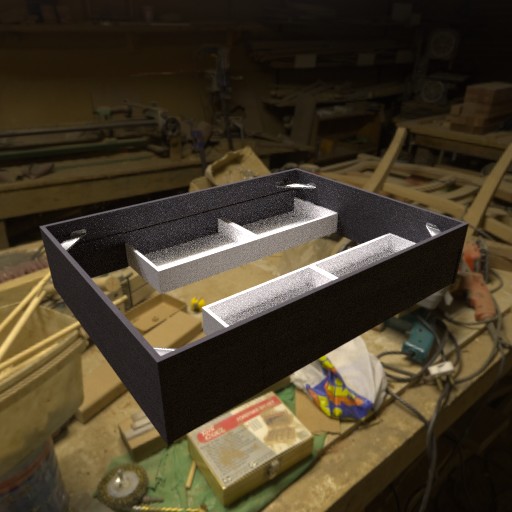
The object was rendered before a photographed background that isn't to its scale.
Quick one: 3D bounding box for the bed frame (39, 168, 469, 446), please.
[{"bbox_3d":[0.000,0.000,2.589,1.944,0.459,1.448,-19,33,-33],"label":"bed frame"}]
